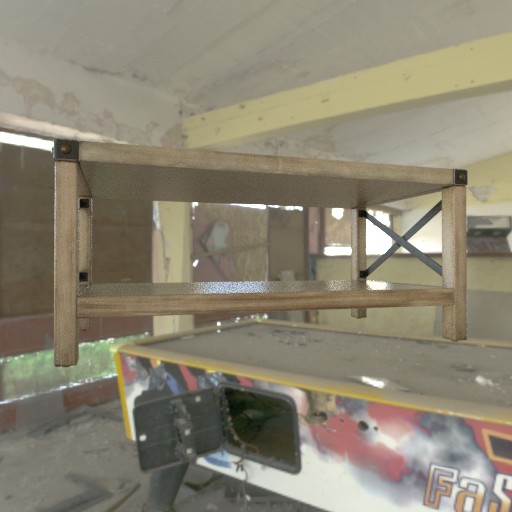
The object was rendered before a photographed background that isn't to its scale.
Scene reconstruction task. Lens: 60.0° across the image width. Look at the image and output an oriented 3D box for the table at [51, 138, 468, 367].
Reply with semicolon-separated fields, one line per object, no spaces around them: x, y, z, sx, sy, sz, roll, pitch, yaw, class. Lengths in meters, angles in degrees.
0.000;0.000;1.276;1.016;0.456;0.559;0;-1;-17;table
